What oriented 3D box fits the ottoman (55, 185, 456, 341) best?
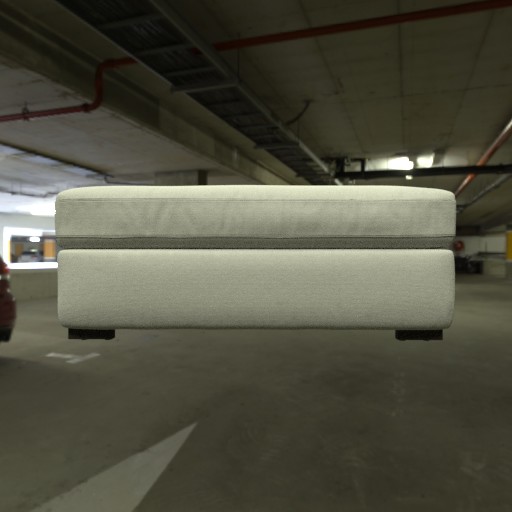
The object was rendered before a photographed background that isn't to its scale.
[{"bbox_3d":[0.000,0.000,1.799,1.163,0.482,1.167,0,0,1],"label":"ottoman"}]
